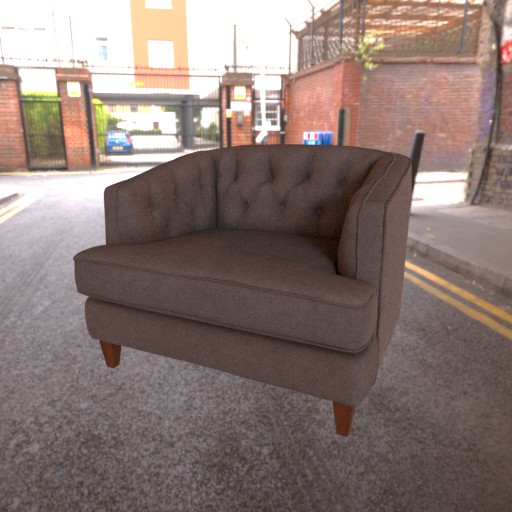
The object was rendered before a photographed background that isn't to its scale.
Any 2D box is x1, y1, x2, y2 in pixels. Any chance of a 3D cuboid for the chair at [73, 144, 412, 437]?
[{"bbox_3d":[0.000,0.000,1.777,1.104,0.852,0.941,7,17,25],"label":"chair"}]
